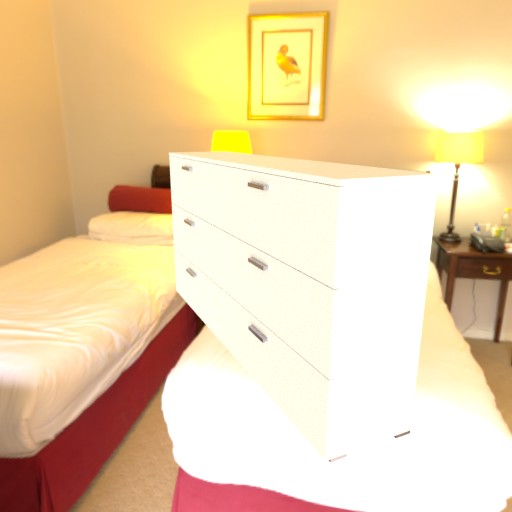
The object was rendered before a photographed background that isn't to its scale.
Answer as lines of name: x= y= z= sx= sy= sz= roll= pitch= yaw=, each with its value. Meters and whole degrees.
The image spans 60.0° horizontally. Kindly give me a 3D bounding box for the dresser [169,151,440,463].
dresser: x=0.000 y=0.000 z=1.857 sx=0.333 sy=0.790 sz=1.535 roll=-7 pitch=17 yaw=-24
